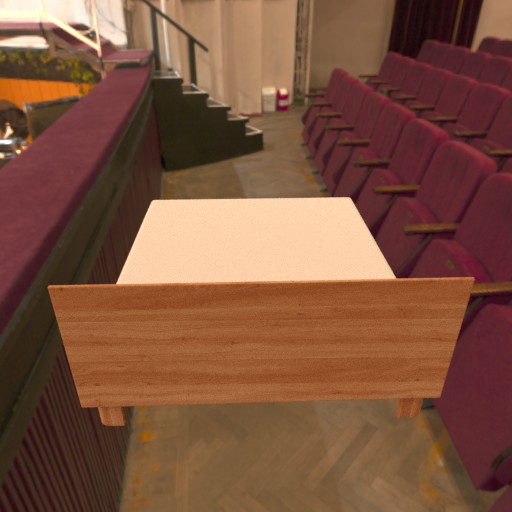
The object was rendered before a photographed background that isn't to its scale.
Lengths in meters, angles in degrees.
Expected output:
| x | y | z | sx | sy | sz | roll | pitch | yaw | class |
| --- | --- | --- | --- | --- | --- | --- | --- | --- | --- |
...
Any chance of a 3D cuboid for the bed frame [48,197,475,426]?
| x | y | z | sx | sy | sz | roll | pitch | yaw | class |
| --- | --- | --- | --- | --- | --- | --- | --- | --- | --- |
| 0.000 | 0.000 | 3.076 | 1.872 | 0.940 | 2.092 | -1 | 30 | -2 | bed frame |
